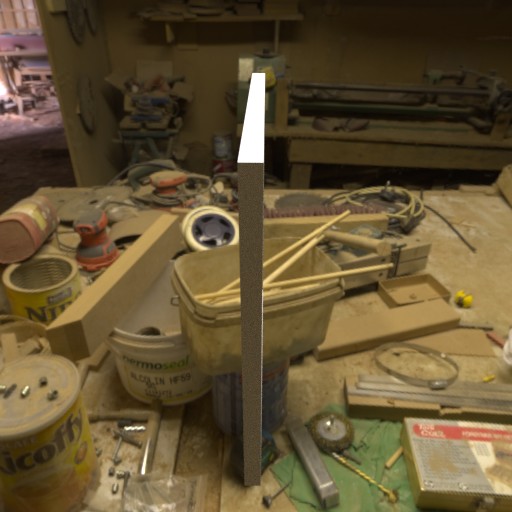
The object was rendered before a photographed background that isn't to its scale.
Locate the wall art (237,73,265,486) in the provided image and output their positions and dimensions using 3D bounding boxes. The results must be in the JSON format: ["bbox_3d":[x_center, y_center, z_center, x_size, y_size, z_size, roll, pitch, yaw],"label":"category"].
[{"bbox_3d":[0.000,0.000,1.136,0.036,0.760,0.760,1,31,1],"label":"wall art"}]
